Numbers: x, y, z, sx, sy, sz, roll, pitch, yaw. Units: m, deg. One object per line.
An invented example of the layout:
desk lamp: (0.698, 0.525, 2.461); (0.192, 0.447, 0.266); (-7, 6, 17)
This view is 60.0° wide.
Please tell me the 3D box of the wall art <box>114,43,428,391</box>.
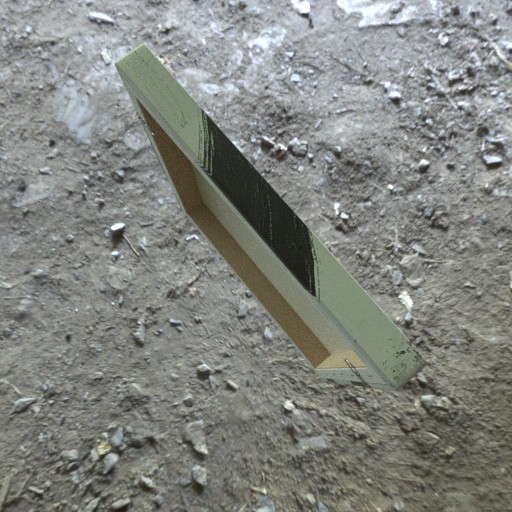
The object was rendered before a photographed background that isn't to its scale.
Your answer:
wall art: (0.000, 0.000, 0.748); (0.050, 0.508, 0.507); (-38, 79, -9)
